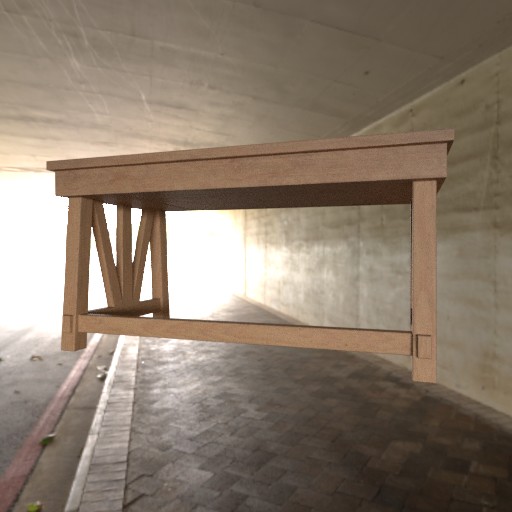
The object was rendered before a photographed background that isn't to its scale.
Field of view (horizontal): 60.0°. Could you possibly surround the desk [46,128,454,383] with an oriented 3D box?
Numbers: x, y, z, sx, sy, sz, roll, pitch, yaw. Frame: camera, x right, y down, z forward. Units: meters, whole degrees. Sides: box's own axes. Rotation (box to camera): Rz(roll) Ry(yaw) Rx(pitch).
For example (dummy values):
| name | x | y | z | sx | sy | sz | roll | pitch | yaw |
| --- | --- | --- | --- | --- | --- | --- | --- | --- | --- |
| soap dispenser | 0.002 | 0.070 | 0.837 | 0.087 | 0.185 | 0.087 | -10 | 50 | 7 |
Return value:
| name | x | y | z | sx | sy | sz | roll | pitch | yaw |
| --- | --- | --- | --- | --- | --- | --- | --- | --- | --- |
| desk | 0.000 | 0.000 | 1.925 | 1.499 | 0.762 | 0.813 | 0 | 1 | 19 |
